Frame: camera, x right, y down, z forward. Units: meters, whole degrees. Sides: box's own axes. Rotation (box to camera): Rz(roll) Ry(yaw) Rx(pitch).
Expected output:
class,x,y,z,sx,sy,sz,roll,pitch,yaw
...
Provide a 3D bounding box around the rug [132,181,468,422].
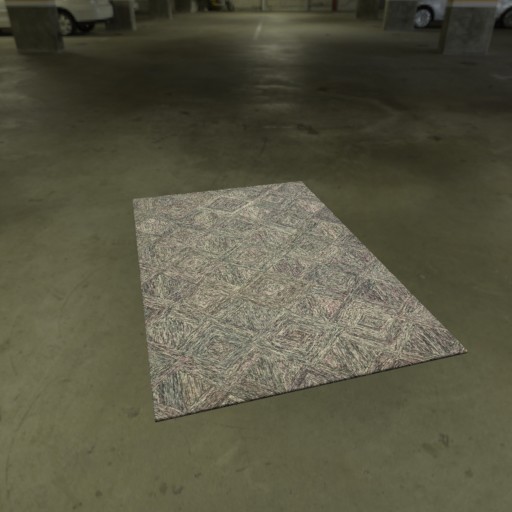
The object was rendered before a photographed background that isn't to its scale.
class,x,y,z,sx,sy,sz,roll,pitch,yaw
rug,0.000,0.000,2.930,1.501,0.017,2.298,-8,32,-13
